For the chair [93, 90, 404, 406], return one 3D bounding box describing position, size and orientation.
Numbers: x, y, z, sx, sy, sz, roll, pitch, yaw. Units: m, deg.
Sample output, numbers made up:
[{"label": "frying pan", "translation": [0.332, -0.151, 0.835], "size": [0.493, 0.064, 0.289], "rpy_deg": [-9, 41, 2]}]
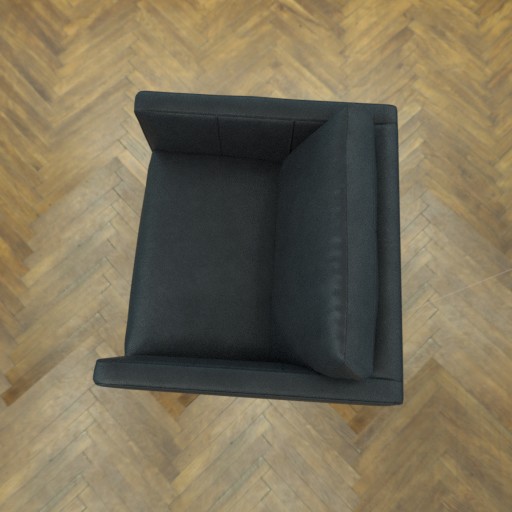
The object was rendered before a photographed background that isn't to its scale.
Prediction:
[{"label": "chair", "translation": [0.000, 0.000, 1.562], "size": [0.862, 0.811, 0.939], "rpy_deg": [3, 75, 1]}]
